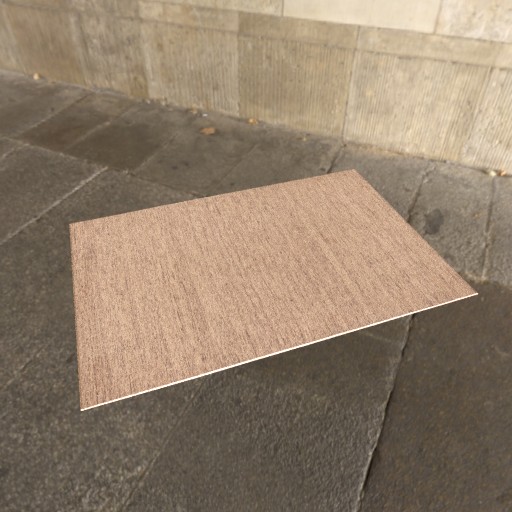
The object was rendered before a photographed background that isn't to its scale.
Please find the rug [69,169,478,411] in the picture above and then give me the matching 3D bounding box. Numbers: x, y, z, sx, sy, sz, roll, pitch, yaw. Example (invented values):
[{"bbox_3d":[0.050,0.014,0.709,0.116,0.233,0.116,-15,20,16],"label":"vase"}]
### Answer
[{"bbox_3d":[0.000,0.000,2.343,1.840,0.013,1.225,-13,44,-14],"label":"rug"}]
